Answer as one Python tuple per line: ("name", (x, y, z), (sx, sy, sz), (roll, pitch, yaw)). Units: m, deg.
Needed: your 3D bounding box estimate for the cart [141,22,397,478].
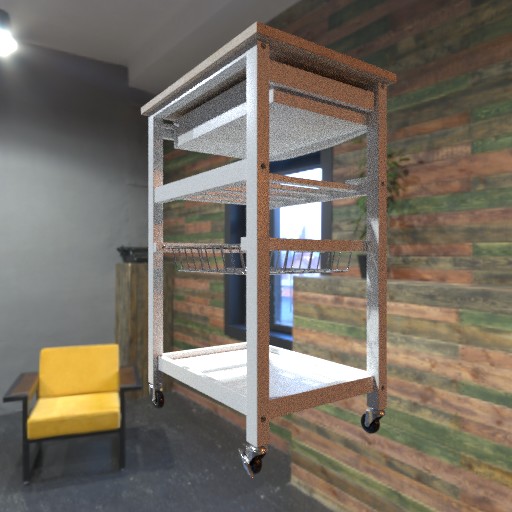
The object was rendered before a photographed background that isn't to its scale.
("cart", (0.000, 0.000, 1.162), (0.406, 0.857, 0.578), (0, 0, -35))
